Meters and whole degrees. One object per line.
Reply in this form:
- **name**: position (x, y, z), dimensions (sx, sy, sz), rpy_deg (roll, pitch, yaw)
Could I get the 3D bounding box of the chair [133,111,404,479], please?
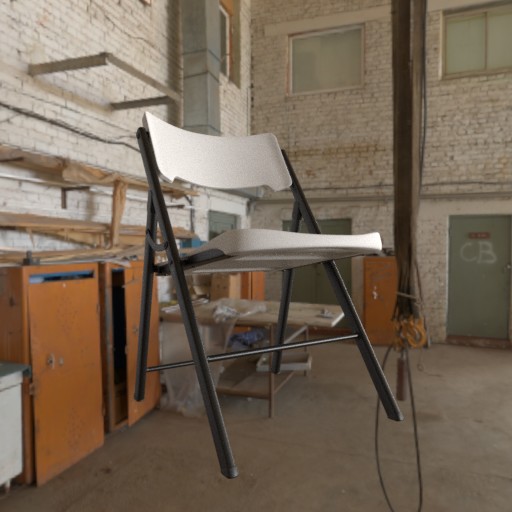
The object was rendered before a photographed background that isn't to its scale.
- **chair**: position (0.000, 0.000, 1.113), dimensions (0.482, 0.765, 0.577), rpy_deg (-1, 1, -34)
